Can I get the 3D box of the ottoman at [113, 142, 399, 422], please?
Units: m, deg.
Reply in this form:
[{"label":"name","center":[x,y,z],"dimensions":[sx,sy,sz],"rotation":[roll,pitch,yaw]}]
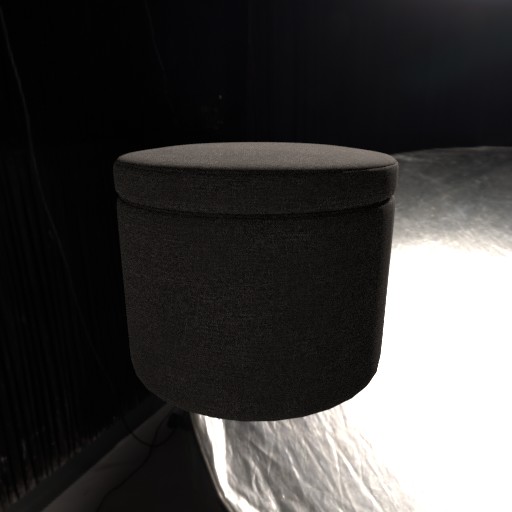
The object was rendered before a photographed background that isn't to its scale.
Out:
[{"label":"ottoman","center":[0.000,0.000,0.863],"dimensions":[0.500,0.419,0.500],"rotation":[0,17,0]}]
